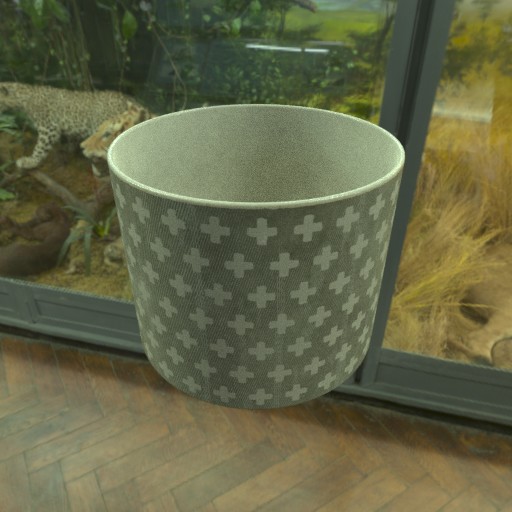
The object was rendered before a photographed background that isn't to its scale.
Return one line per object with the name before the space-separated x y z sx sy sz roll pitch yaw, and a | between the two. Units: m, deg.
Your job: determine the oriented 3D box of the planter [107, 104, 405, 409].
planter | 0.000 0.000 0.342 0.190 0.181 0.190 0 33 0
